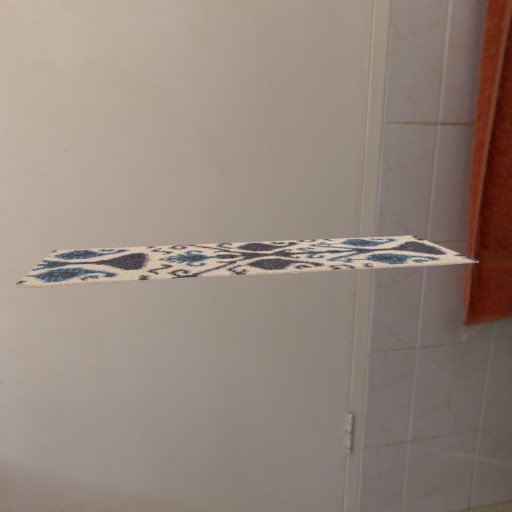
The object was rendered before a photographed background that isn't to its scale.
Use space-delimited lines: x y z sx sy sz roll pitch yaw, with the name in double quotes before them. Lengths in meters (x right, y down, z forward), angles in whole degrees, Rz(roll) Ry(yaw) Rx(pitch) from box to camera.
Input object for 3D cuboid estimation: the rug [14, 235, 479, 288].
"rug" 0.000 0.000 2.481 2.301 0.017 0.692 -3 15 -10
